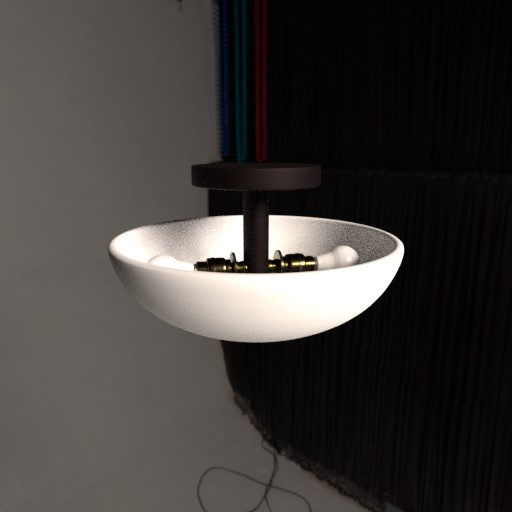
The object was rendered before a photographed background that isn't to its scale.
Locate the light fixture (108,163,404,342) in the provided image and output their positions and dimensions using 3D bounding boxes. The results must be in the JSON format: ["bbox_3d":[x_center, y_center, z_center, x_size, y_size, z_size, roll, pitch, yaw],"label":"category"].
[{"bbox_3d":[0.000,0.000,0.526,0.331,0.212,0.331,0,14,0],"label":"light fixture"}]
